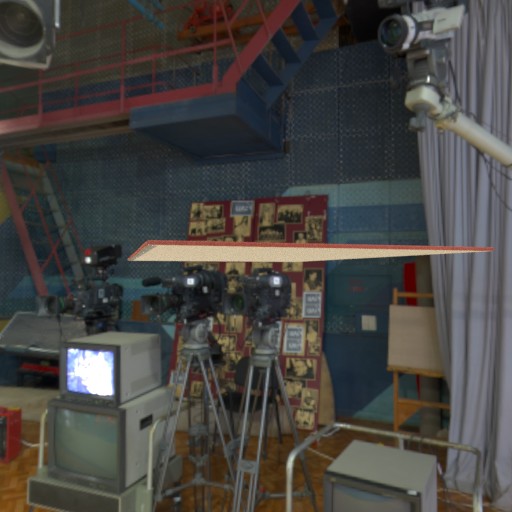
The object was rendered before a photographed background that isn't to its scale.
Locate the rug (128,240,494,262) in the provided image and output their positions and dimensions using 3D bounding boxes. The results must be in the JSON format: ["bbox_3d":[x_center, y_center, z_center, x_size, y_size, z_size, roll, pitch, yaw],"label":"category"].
[{"bbox_3d":[0.000,0.000,2.281,1.219,0.014,1.829,1,-2,-18],"label":"rug"}]
